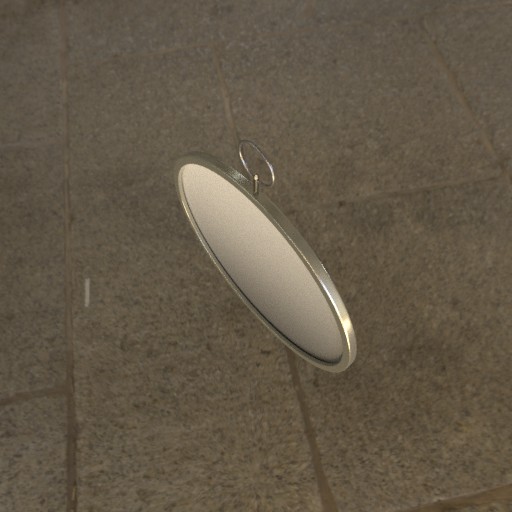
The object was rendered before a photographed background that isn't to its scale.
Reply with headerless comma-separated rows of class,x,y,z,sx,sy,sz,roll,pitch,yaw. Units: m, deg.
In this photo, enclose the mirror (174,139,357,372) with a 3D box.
mirror,0.000,0.000,0.969,0.020,0.713,0.594,-38,69,-17
